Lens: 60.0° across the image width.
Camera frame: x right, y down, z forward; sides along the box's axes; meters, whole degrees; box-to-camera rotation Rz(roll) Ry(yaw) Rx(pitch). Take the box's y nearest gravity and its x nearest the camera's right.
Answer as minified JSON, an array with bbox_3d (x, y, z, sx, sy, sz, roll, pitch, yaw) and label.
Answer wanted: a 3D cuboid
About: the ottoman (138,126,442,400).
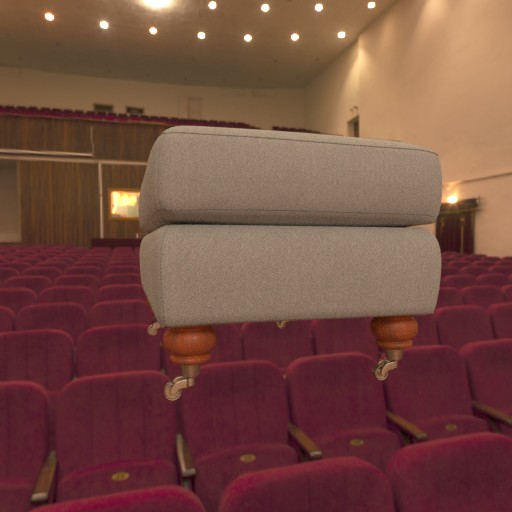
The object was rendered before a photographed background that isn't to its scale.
[{"bbox_3d":[0.000,0.000,1.143,0.569,0.499,0.773,0,1,-16],"label":"ottoman"}]
